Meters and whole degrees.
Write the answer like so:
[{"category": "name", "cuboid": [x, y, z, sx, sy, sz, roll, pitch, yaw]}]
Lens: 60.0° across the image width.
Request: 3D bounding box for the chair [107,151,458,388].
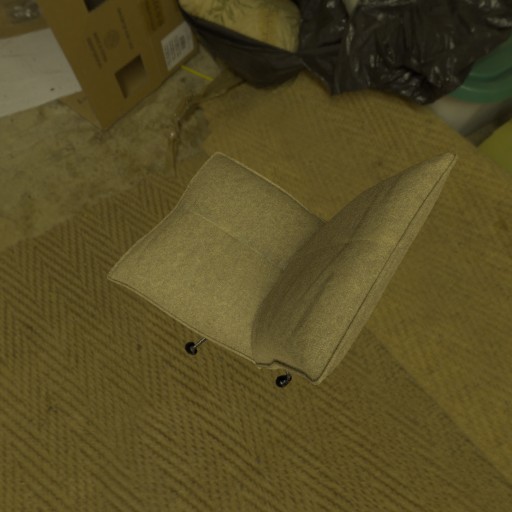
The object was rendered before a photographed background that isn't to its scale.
[{"category": "chair", "cuboid": [0.000, 0.000, 1.290, 0.696, 0.811, 0.597, 32, 68, 14]}]
